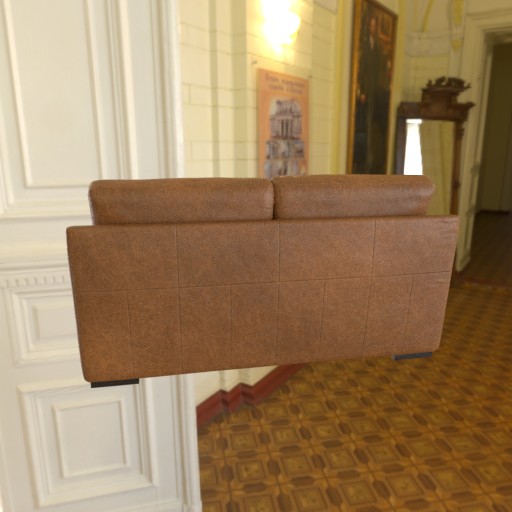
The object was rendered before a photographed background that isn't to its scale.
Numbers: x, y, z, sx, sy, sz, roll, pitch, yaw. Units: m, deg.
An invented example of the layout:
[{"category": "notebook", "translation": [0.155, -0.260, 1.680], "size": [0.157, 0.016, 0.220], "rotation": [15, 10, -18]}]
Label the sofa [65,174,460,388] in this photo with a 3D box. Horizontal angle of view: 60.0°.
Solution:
[{"category": "sofa", "translation": [0.000, 0.000, 2.568], "size": [1.880, 0.966, 1.144], "rotation": [-3, 14, -10]}]
